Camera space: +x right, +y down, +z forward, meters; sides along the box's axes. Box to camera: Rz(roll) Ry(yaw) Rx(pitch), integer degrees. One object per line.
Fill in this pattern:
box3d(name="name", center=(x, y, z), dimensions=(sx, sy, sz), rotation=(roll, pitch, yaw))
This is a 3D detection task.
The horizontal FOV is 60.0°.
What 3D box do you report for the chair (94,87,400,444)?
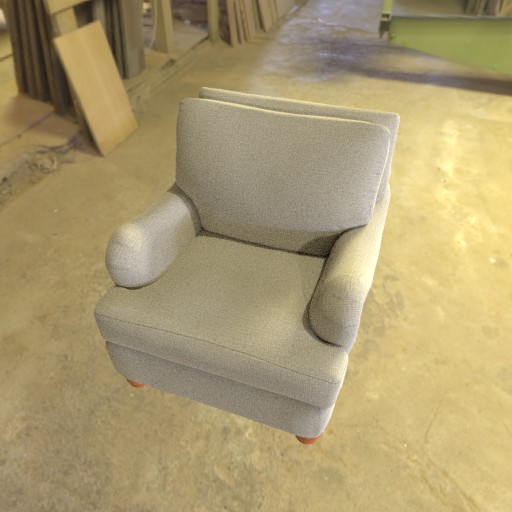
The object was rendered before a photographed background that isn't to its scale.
box3d(name="chair", center=(0.000, 0.000, 1.842), dimensions=(0.955, 1.038, 1.070), rotation=(13, 43, 15))
